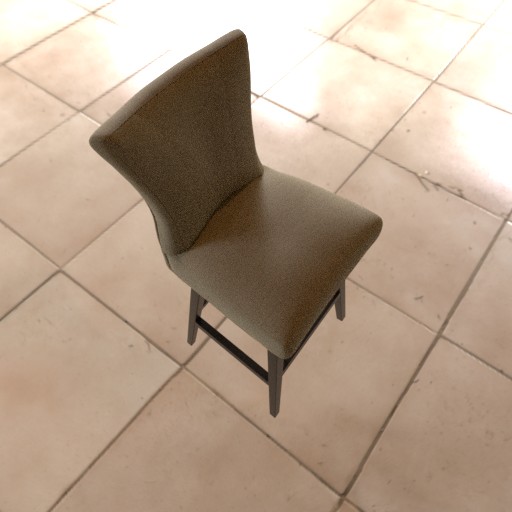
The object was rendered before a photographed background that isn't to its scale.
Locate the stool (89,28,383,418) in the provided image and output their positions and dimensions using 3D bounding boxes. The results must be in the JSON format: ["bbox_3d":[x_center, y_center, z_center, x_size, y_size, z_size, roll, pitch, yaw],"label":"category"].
[{"bbox_3d":[0.000,0.000,1.390,0.574,1.086,0.514,32,63,19],"label":"stool"}]
